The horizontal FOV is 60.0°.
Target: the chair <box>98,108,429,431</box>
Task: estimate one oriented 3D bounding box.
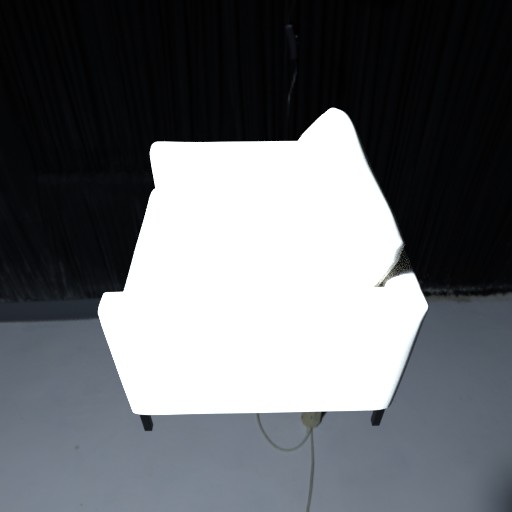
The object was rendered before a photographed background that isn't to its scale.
[{"bbox_3d":[0.000,0.000,1.609,0.875,0.806,0.964,-1,41,-1],"label":"chair"}]
